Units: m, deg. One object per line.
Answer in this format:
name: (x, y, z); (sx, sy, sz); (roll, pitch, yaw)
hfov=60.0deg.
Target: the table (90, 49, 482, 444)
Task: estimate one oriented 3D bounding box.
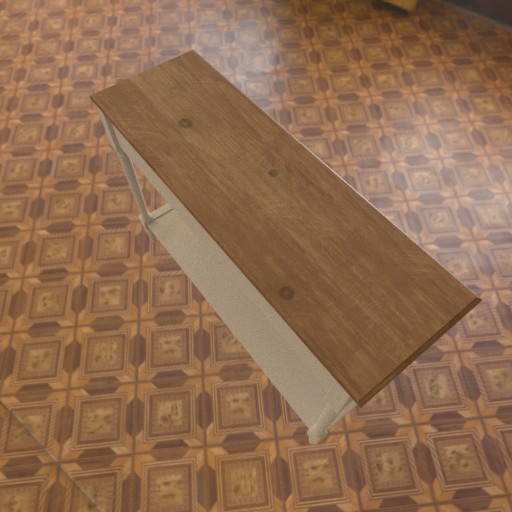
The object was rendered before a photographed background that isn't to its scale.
table: (0.000, 0.000, 1.559); (0.399, 0.800, 1.219); (-34, 64, -19)
